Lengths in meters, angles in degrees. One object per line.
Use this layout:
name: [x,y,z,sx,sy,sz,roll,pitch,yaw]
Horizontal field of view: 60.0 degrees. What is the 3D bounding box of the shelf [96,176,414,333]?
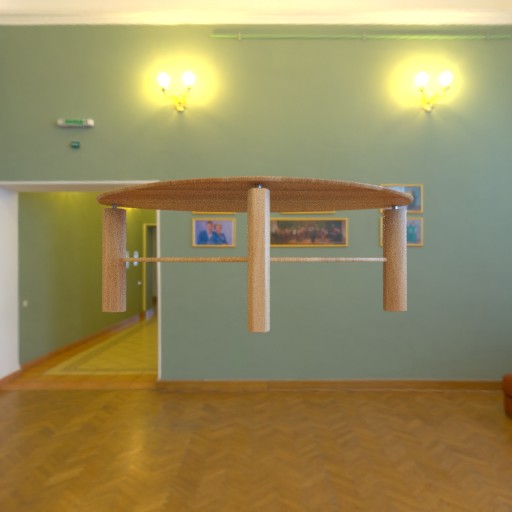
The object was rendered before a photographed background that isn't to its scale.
shelf: [0.000,0.000,1.656,1.246,0.440,0.845,0,-1,-1]
